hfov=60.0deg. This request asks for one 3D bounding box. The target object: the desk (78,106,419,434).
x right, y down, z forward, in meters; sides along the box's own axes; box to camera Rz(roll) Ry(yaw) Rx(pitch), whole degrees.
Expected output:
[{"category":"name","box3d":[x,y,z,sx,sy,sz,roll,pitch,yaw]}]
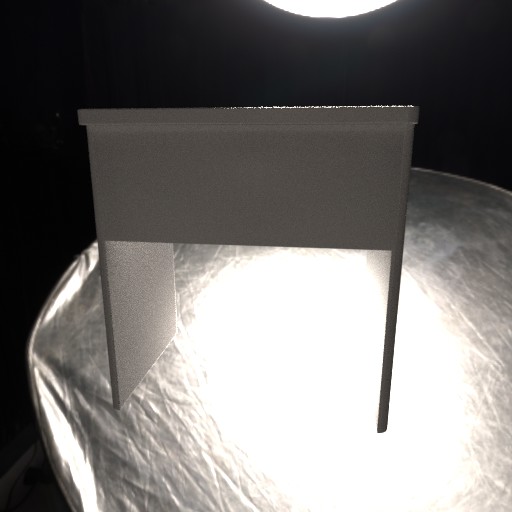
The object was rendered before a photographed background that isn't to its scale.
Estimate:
[{"category":"desk","box3d":[0.000,0.000,1.311,0.762,0.800,0.549,2,15,8]}]
